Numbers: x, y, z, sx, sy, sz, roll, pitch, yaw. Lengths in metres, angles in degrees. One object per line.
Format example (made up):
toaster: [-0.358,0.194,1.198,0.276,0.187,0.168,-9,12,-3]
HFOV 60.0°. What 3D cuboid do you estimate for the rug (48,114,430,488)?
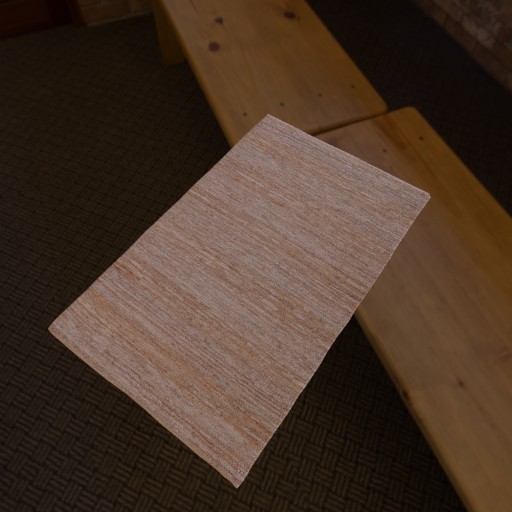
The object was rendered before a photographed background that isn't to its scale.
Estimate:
rug: [0.000,0.000,3.084,1.529,0.009,2.446,32,64,18]
